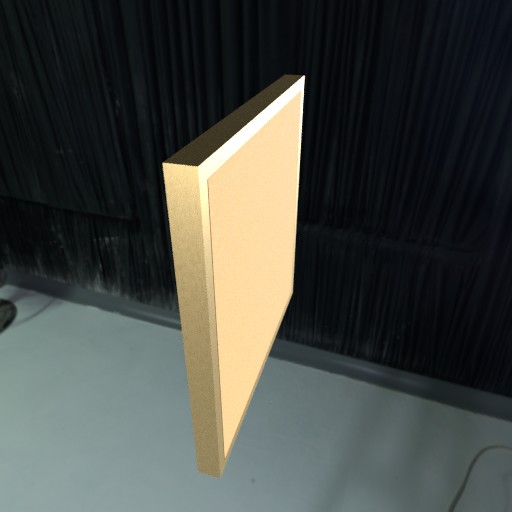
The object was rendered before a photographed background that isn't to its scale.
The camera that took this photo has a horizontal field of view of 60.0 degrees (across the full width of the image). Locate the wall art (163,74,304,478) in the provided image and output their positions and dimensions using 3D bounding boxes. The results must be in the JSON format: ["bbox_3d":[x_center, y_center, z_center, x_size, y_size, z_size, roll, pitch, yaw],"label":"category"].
[{"bbox_3d":[0.000,0.000,1.944,0.095,1.284,1.284,9,33,14],"label":"wall art"}]
